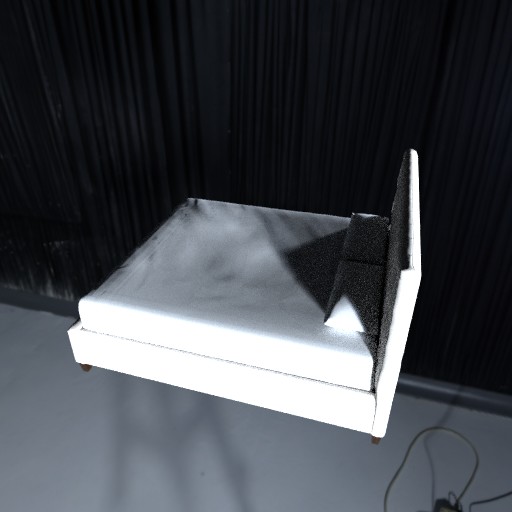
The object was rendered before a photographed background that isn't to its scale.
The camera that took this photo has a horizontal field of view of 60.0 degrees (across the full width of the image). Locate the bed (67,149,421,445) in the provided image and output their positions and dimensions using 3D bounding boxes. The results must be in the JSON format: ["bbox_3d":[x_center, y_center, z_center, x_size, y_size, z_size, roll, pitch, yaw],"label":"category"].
[{"bbox_3d":[0.000,0.000,3.739,2.387,1.427,2.078,9,33,14],"label":"bed"}]
